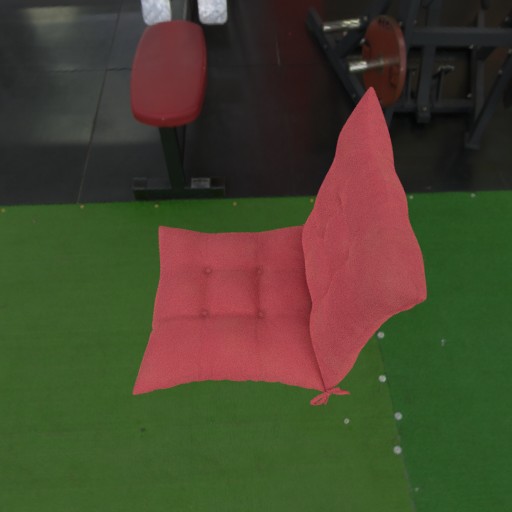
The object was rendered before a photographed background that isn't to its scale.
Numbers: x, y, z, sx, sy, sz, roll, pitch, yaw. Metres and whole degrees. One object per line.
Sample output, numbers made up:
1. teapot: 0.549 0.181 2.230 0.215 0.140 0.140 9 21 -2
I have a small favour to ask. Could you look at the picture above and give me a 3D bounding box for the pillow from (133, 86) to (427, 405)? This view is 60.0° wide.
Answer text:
1. pillow: 0.000 0.000 1.008 0.585 0.536 0.541 0 57 0
